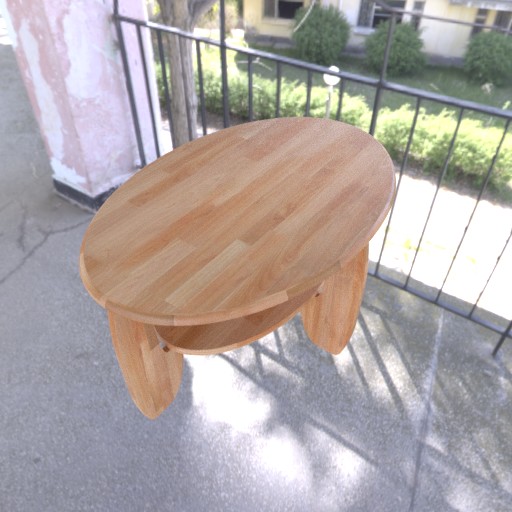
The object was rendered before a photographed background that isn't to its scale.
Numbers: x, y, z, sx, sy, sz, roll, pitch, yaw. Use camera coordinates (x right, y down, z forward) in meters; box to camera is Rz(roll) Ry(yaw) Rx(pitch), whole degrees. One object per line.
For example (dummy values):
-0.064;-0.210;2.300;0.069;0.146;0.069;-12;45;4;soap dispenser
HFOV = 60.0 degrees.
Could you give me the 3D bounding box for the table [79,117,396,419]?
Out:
0.000;0.000;1.348;0.690;0.490;1.040;25;47;26;table
